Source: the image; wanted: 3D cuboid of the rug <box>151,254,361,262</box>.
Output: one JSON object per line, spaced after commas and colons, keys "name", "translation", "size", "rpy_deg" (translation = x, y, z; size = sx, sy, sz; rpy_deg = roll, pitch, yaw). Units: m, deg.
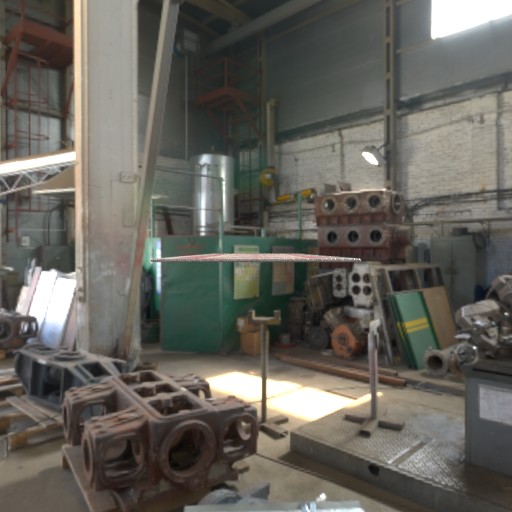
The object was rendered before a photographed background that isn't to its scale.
{"name": "rug", "translation": [0.000, 0.000, 2.079], "size": [0.562, 0.009, 1.824], "rpy_deg": [0, 1, 0]}
